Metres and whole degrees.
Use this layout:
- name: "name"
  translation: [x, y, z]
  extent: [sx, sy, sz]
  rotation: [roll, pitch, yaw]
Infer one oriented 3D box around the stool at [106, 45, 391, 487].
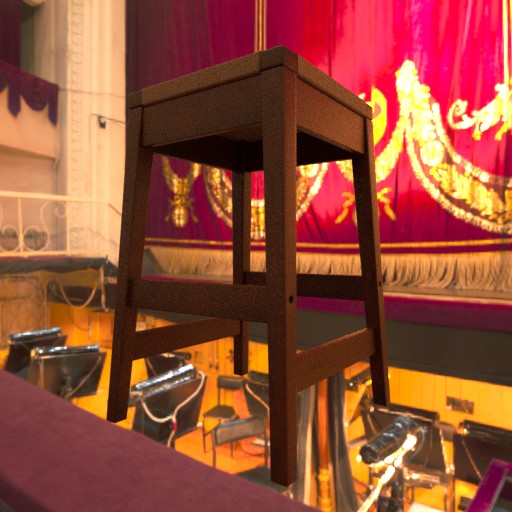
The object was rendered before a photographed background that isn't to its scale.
- name: "stool"
  translation: [0.000, 0.000, 1.085]
  extent: [0.497, 0.762, 0.507]
  rotation: [1, 1, 36]
